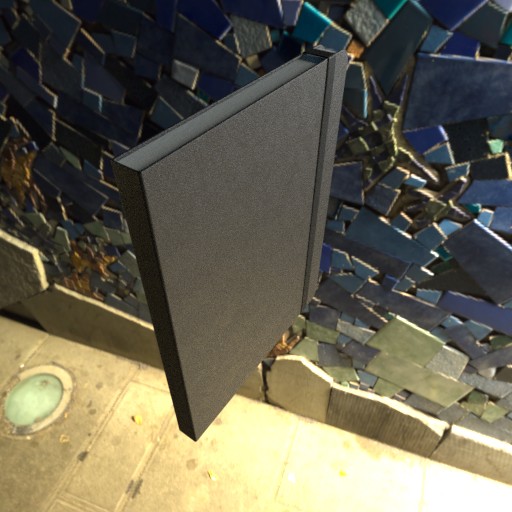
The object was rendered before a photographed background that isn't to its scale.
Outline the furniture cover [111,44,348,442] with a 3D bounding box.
[{"bbox_3d":[0.000,0.000,0.369,0.023,0.281,0.216,26,49,25],"label":"furniture cover"}]
